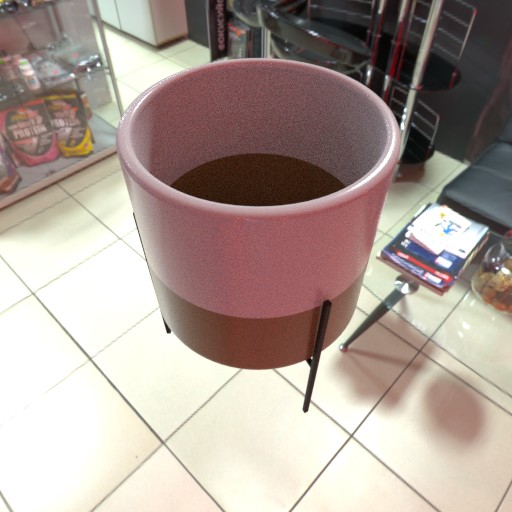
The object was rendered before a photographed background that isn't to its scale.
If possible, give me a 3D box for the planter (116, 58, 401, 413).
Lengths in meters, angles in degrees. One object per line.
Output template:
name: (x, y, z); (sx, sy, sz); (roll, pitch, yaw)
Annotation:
planter: (0.000, 0.000, 0.632); (0.310, 0.432, 0.310); (-10, 49, -9)
